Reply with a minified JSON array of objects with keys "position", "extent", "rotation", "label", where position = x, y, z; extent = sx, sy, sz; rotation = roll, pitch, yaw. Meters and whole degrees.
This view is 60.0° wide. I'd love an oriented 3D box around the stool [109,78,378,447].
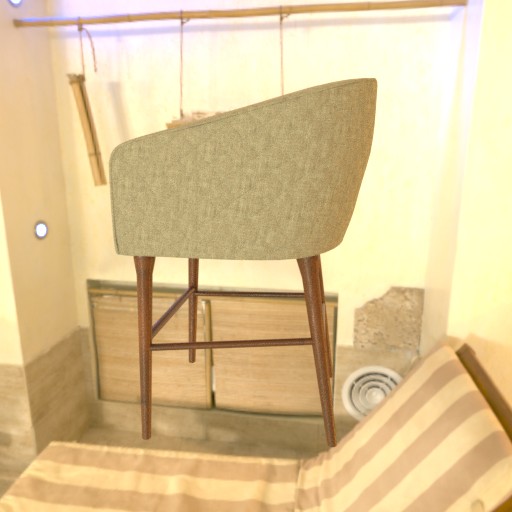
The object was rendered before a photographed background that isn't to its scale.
[{"position":[0.000,0.000,1.304],"extent":[0.635,0.952,0.559],"rotation":[2,14,8],"label":"stool"}]
